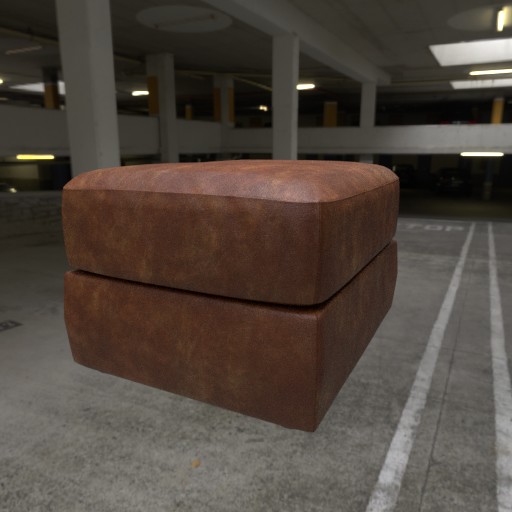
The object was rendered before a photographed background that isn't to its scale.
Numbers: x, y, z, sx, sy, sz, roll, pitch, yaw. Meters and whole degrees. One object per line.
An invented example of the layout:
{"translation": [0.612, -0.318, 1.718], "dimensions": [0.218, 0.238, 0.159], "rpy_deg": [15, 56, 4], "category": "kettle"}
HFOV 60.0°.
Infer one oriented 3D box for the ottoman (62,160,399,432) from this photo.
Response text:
{"translation": [0.000, 0.000, 1.143], "dimensions": [0.603, 0.476, 0.751], "rpy_deg": [7, 15, 26], "category": "ottoman"}
